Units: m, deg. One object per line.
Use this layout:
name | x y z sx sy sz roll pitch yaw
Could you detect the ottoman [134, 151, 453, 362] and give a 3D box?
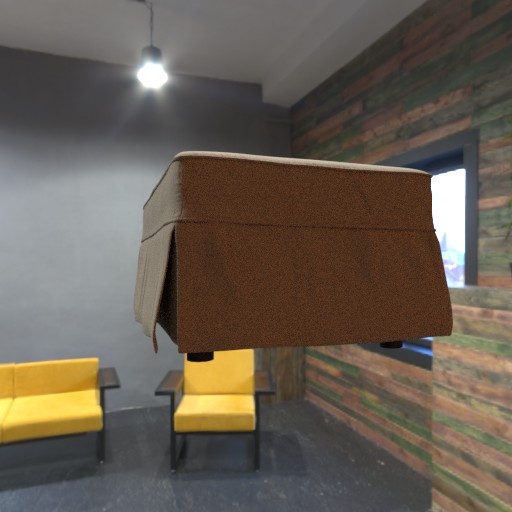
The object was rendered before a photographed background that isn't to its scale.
ottoman | 0.000 0.000 1.397 0.721 0.482 0.959 0 -1 -18
